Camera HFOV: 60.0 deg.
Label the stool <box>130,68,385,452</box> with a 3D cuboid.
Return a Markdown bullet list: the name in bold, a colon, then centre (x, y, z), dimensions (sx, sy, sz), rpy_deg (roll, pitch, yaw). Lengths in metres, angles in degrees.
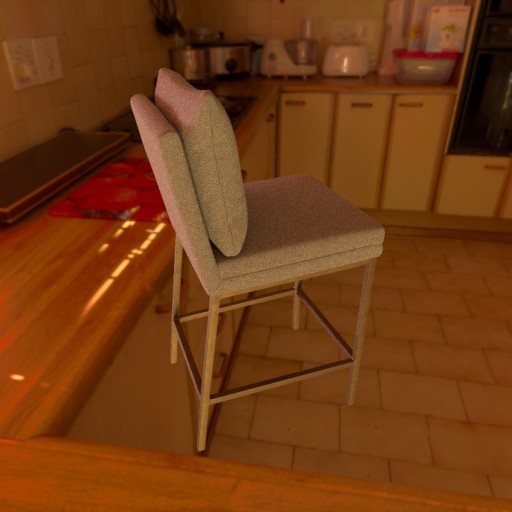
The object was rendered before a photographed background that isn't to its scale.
- **stool**: centre (0.000, 0.000, 1.332), dimensions (0.569, 1.031, 0.463), rpy_deg (-11, 32, -18)
